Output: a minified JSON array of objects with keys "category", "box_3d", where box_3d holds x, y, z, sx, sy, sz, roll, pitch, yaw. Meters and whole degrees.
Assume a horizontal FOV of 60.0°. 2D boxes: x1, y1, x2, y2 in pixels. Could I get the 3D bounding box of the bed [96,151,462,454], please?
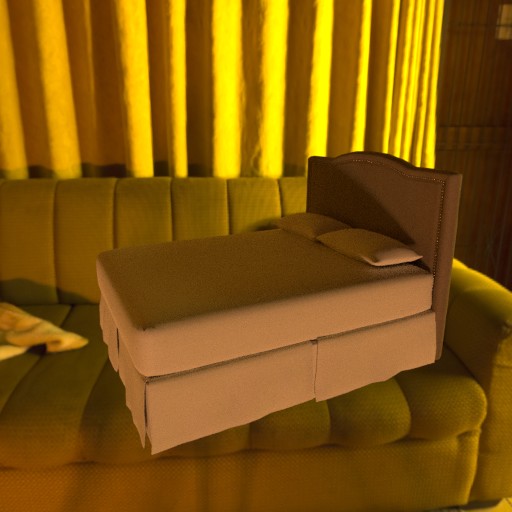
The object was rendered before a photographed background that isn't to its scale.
[{"category":"bed","box_3d":[0.000,0.000,3.237,2.128,1.441,1.744,-8,18,-25]}]
